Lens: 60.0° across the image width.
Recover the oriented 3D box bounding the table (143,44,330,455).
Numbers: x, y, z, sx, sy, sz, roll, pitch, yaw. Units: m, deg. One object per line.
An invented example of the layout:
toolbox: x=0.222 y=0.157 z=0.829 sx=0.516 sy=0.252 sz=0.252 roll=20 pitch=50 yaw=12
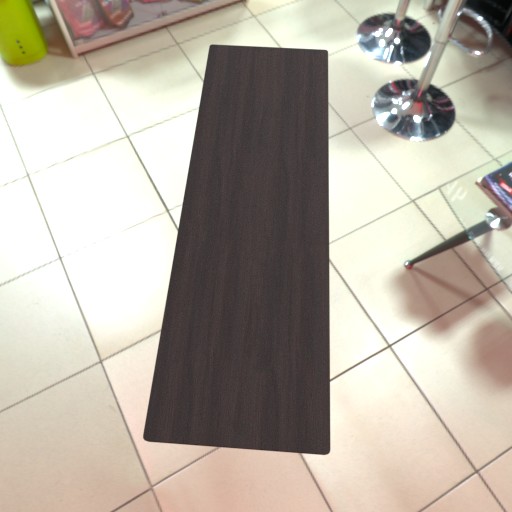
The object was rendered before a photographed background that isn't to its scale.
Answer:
table: x=0.000 y=0.000 z=1.701 sx=0.449 sy=0.750 sz=1.399 roll=4 pitch=63 yaw=2
